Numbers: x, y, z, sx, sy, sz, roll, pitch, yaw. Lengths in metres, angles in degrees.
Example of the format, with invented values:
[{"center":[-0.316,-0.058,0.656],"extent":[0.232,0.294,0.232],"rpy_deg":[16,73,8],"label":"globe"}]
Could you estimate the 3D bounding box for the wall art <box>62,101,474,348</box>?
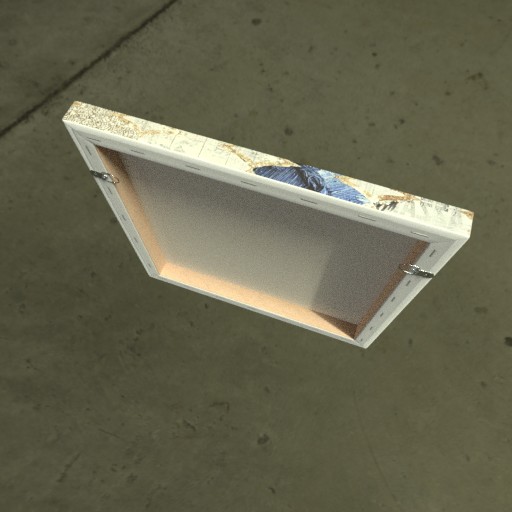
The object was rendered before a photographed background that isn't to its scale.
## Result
[{"center":[0.000,0.000,0.753],"extent":[0.507,0.508,0.038],"rpy_deg":[18,66,8],"label":"wall art"}]
